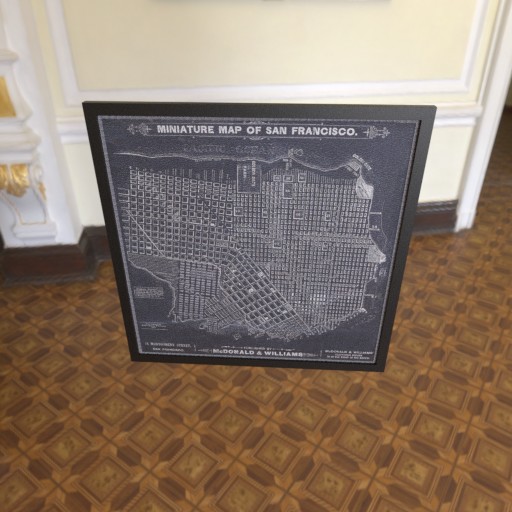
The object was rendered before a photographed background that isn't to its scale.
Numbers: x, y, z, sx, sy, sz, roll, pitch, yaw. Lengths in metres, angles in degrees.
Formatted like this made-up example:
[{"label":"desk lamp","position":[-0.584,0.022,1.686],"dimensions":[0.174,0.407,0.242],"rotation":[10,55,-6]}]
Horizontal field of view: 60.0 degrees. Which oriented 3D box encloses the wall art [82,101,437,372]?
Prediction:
[{"label":"wall art","position":[0.000,0.000,1.218],"dimensions":[0.807,0.807,0.022],"rotation":[2,30,3]}]
